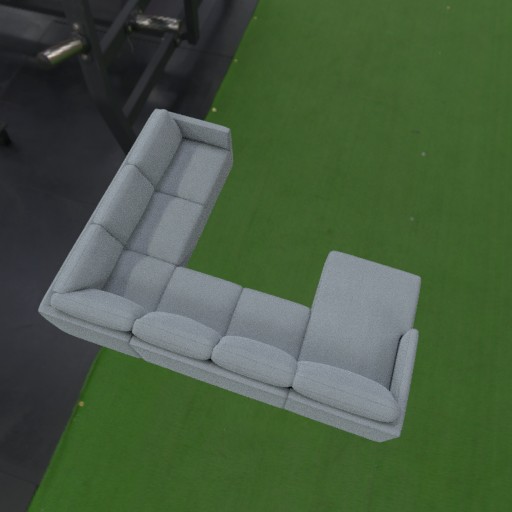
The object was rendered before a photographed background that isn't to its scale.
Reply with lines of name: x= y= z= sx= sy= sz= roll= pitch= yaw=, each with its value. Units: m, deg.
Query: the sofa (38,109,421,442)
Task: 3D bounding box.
sofa: x=0.000 y=0.000 z=4.408 sx=3.238 sy=0.853 sz=2.551 roll=17 pitch=65 yaw=8
